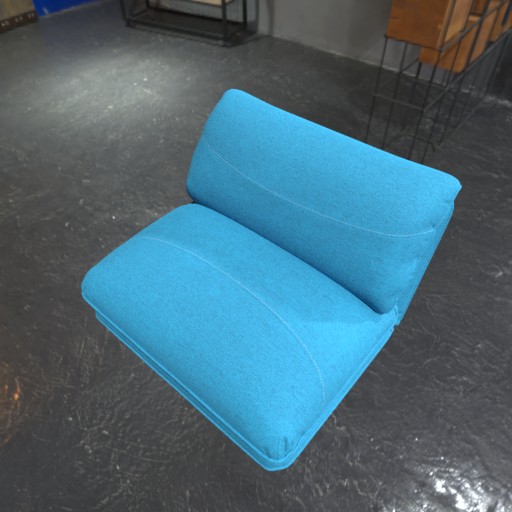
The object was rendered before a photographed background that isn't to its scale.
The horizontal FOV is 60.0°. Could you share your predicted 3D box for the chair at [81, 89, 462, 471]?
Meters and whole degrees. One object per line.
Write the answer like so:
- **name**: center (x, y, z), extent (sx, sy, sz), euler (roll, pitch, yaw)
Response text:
- **chair**: center (0.000, 0.000, 1.301), extent (0.820, 0.580, 0.780), euler (32, 54, 27)
